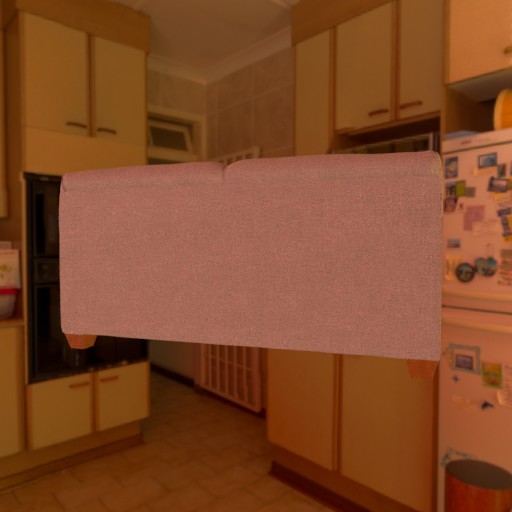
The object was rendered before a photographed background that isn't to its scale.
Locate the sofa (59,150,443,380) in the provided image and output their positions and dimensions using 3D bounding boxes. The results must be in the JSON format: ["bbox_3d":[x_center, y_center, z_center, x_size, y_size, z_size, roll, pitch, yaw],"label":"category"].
[{"bbox_3d":[0.000,0.000,2.466,1.846,0.958,1.000,1,2,18],"label":"sofa"}]
